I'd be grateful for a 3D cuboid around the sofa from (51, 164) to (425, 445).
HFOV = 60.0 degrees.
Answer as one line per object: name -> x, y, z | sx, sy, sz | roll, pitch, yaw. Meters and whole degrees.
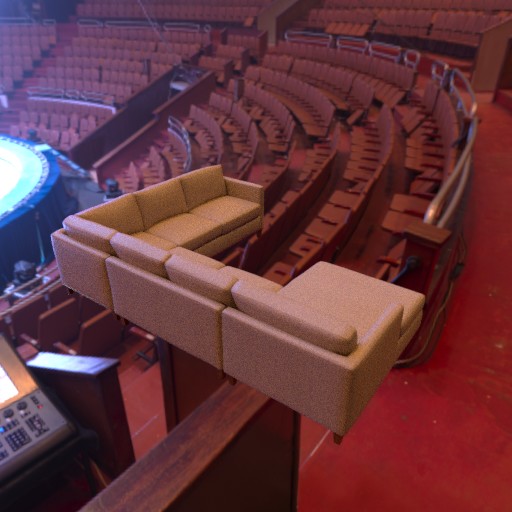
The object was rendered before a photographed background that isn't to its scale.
sofa -> 0.000, 0.000, 4.707 | 3.460, 0.961, 2.594 | 19, 33, 32
